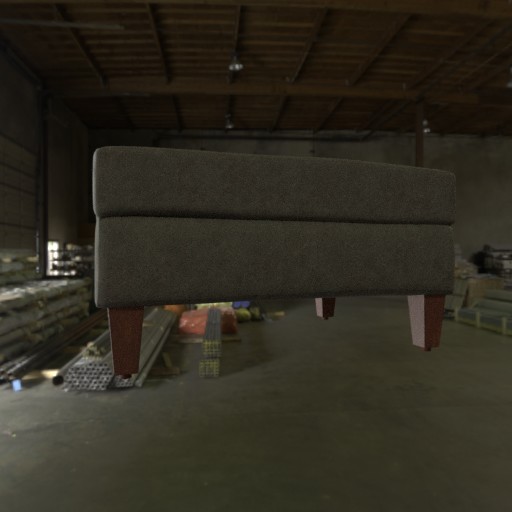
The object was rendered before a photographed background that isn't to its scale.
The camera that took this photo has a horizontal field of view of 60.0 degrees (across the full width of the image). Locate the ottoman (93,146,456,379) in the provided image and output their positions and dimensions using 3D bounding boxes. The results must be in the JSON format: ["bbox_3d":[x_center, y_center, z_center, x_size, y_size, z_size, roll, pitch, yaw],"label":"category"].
[{"bbox_3d":[0.000,0.000,1.227,0.839,0.464,0.639,0,1,-19],"label":"ottoman"}]
